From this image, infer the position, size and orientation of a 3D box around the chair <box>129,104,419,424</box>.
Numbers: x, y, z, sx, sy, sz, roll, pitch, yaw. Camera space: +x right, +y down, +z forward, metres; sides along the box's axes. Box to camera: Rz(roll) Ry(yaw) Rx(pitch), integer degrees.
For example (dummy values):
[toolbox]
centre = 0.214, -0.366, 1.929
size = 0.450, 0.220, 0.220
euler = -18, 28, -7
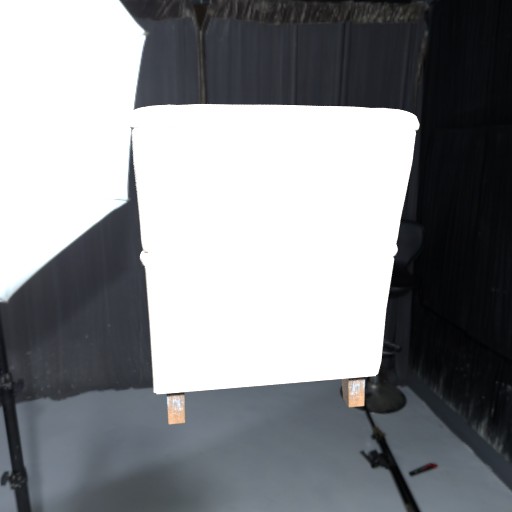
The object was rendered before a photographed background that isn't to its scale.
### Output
[chair]
centre = 0.000, 0.000, 1.834
size = 0.879, 1.119, 0.953
euler = -2, 14, -9
